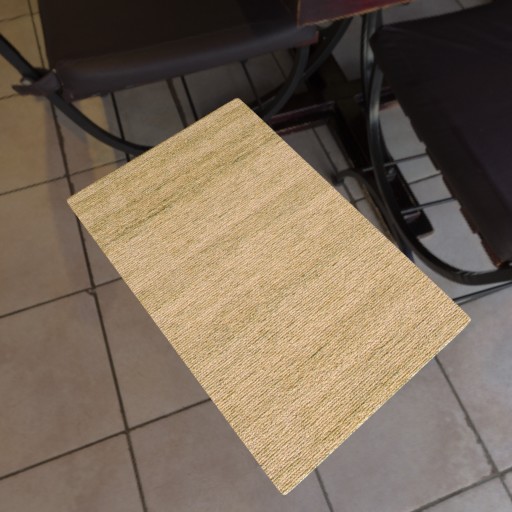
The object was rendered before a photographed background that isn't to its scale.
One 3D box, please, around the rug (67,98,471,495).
[{"bbox_3d":[0.000,0.000,2.176,1.143,0.010,1.758,-36,70,-16],"label":"rug"}]
